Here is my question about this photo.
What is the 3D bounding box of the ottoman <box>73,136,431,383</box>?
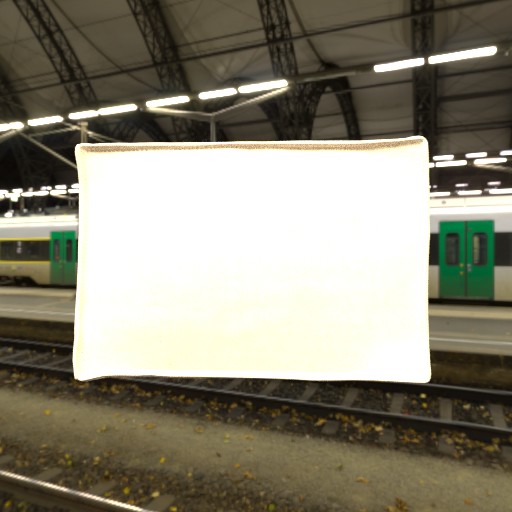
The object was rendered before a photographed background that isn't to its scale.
[{"bbox_3d":[0.000,0.000,1.149,0.696,0.470,0.707,0,0,1],"label":"ottoman"}]
